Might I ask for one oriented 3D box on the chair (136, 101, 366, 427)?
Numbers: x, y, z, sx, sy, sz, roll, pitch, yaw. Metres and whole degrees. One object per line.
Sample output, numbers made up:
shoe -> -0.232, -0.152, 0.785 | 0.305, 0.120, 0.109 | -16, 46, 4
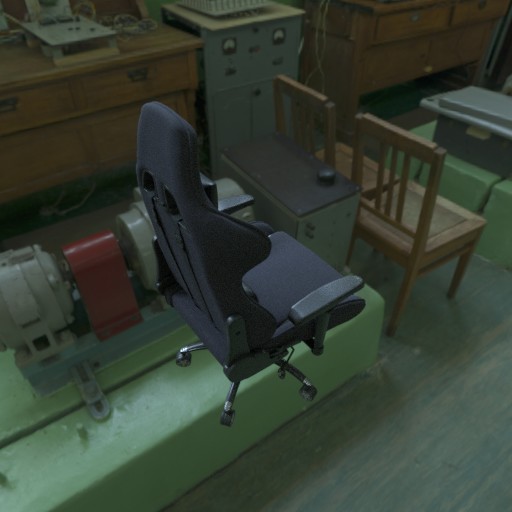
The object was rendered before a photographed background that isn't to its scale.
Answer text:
chair -> 0.000, 0.000, 1.683 | 0.695, 1.300, 0.730 | -26, 47, -27
